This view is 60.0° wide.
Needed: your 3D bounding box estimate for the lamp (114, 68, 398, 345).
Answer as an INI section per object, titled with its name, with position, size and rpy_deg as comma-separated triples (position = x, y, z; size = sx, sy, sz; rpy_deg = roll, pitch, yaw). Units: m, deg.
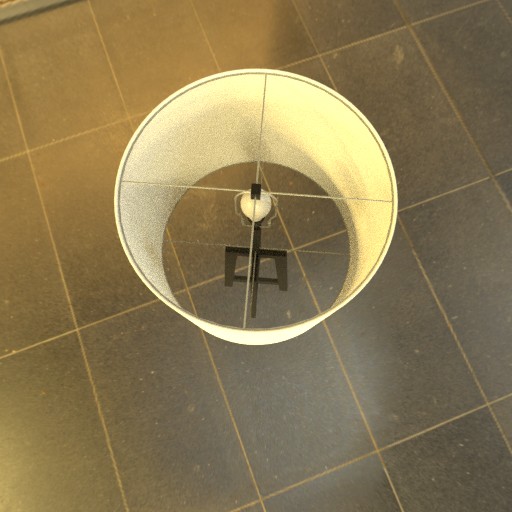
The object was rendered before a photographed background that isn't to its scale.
[lamp]
position = 0.000, 0.000, 0.636
size = 0.257, 0.489, 0.257
rpy_deg = -39, 79, -9
